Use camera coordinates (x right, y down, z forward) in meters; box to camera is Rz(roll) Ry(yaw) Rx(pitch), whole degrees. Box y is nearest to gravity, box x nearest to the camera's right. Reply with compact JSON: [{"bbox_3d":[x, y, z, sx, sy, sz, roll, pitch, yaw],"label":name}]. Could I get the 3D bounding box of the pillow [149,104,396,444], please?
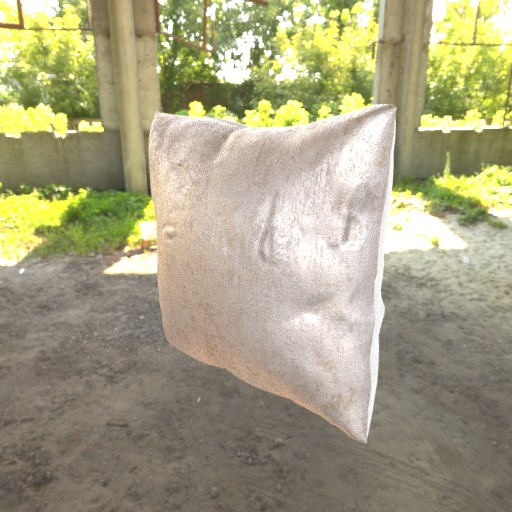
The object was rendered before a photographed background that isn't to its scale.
[{"bbox_3d":[0.000,0.000,0.705,0.450,0.448,0.245,16,23,41],"label":"pillow"}]
